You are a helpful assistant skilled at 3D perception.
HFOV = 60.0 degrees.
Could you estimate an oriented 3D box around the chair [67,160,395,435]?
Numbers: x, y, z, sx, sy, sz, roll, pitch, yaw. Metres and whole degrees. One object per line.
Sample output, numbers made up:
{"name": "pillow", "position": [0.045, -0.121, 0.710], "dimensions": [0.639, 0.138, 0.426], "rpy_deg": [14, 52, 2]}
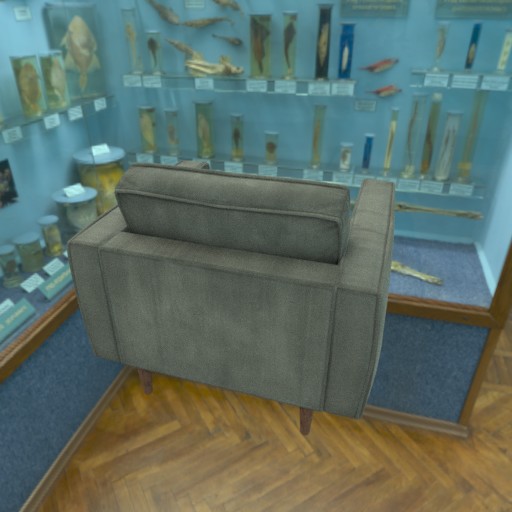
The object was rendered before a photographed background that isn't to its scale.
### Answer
{"name": "chair", "position": [0.000, 0.000, 1.580], "dimensions": [0.928, 0.773, 0.843], "rpy_deg": [9, 32, 15]}
